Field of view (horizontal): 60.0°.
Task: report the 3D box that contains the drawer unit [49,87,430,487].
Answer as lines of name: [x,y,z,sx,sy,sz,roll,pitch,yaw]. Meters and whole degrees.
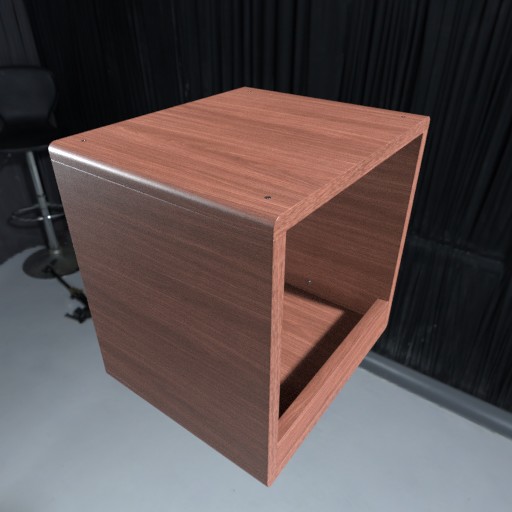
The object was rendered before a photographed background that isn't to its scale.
drawer unit: [0.000,0.000,0.606,0.290,0.351,0.349,22,38,30]
